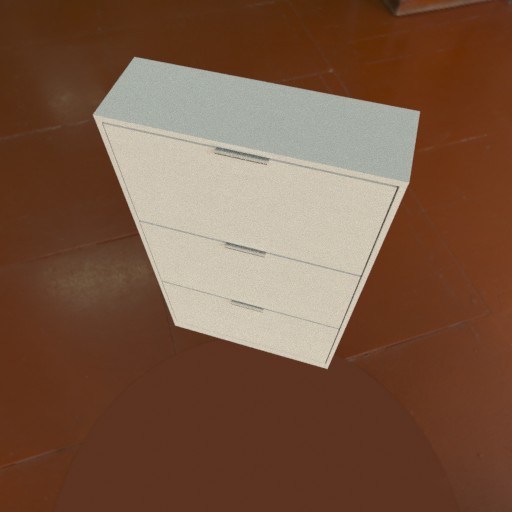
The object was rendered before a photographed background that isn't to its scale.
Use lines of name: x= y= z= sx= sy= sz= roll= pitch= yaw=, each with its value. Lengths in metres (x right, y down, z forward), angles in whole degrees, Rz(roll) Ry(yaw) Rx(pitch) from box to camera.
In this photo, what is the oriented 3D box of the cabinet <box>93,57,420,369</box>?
cabinet: x=0.000 y=0.000 z=1.604 sx=0.750 sy=1.280 sz=0.250 roll=14 pitch=59 yaw=9
